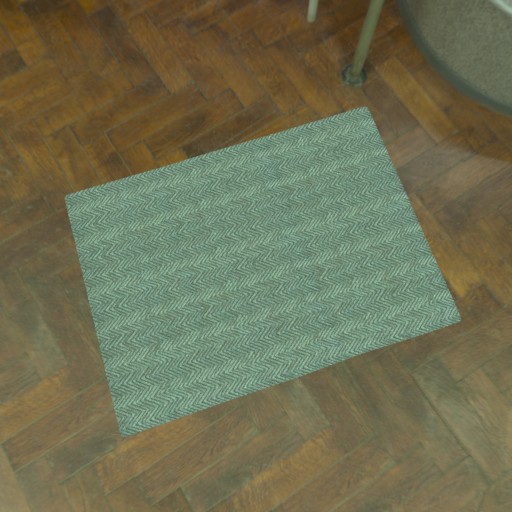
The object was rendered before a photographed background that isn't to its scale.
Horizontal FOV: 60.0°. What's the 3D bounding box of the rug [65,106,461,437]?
[{"bbox_3d":[0.000,0.000,5.197,3.957,0.011,2.894,-18,76,-4],"label":"rug"}]
